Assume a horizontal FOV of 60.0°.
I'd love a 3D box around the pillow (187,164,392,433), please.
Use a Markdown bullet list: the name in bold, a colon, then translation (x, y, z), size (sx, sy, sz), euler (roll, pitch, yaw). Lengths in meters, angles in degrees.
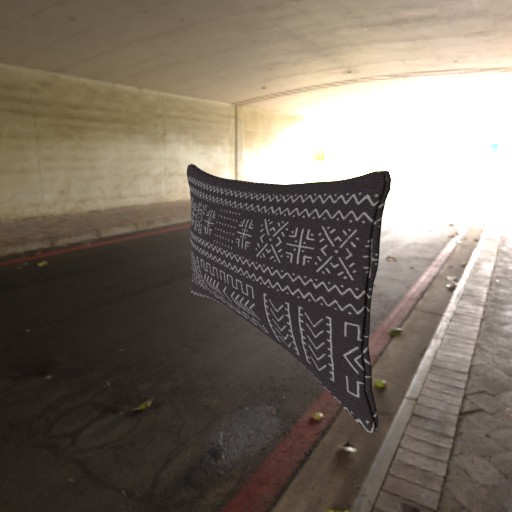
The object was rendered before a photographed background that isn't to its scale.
- **pillow**: translation (0.000, 0.000, 0.805), size (0.135, 0.322, 0.667), euler (-6, 14, -27)
